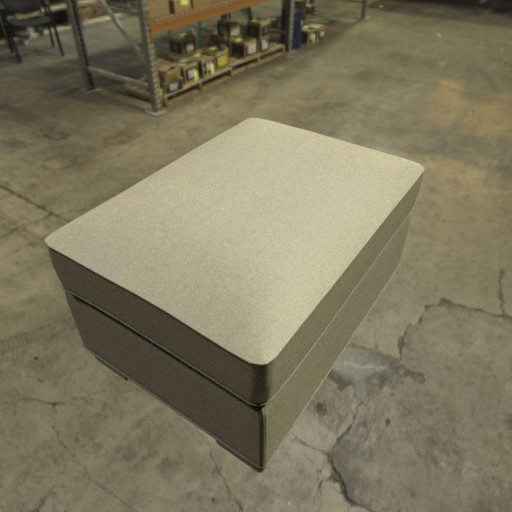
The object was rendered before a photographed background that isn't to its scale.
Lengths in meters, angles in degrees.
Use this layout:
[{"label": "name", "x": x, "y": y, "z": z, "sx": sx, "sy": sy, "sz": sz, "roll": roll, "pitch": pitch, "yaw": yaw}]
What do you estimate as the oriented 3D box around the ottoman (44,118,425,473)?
[{"label": "ottoman", "x": 0.000, "y": 0.000, "z": 1.250, "sx": 0.619, "sy": 0.504, "sz": 0.843, "roll": 24, "pitch": 46, "yaw": 26}]
